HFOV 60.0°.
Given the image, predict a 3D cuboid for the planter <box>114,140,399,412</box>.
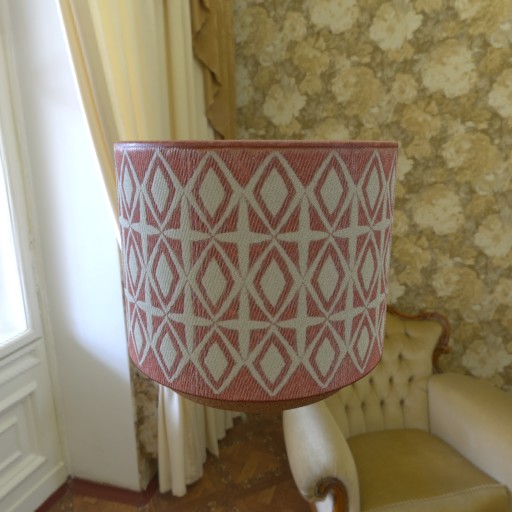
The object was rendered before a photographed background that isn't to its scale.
[{"bbox_3d":[0.000,0.000,0.473,0.273,0.237,0.273,0,14,0],"label":"planter"}]
